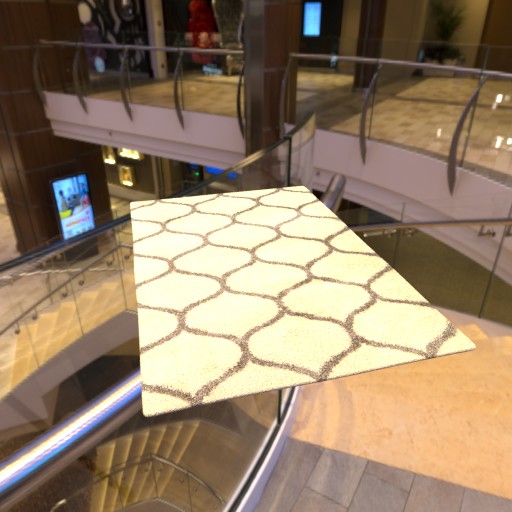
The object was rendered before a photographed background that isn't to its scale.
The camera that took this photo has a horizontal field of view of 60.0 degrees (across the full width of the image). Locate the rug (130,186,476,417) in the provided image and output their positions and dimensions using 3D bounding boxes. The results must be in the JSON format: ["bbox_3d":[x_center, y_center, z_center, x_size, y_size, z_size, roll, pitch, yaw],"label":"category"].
[{"bbox_3d":[0.000,0.000,3.373,1.801,0.026,2.701,-7,30,-13],"label":"rug"}]
